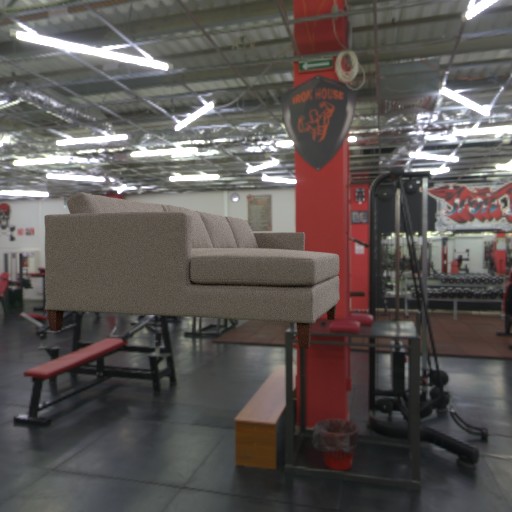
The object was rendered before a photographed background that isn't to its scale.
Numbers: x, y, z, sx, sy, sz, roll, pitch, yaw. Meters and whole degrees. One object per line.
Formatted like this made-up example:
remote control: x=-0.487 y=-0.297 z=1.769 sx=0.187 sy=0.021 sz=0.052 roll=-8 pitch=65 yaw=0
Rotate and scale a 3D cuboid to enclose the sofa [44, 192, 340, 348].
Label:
sofa: x=0.000 y=0.000 z=3.867 sx=1.625 sy=0.846 sz=3.186 roll=0 pitch=1 yaw=18
